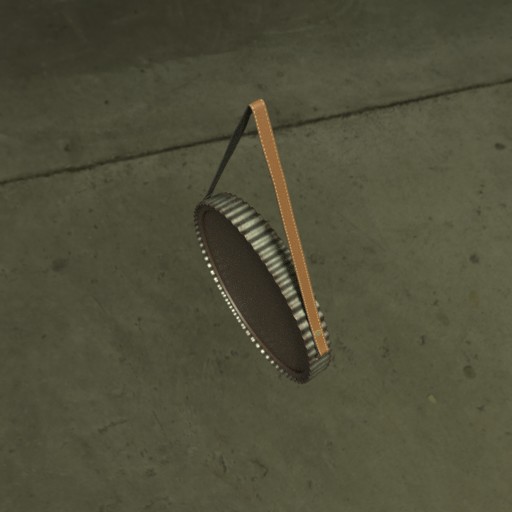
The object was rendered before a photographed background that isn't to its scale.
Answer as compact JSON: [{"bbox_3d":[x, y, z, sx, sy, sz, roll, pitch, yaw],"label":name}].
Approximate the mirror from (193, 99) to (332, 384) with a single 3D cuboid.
[{"bbox_3d":[0.000,0.000,0.689,0.042,0.568,0.355,-30,62,-18],"label":"mirror"}]
